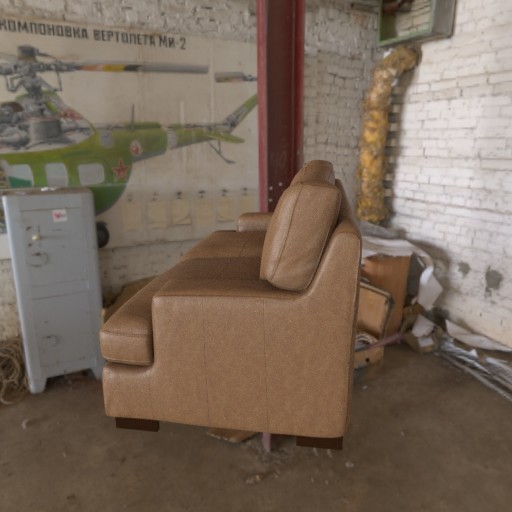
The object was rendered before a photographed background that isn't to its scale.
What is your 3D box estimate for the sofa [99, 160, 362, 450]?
[{"bbox_3d":[0.000,0.000,2.419,0.962,0.980,1.855,2,15,8],"label":"sofa"}]
